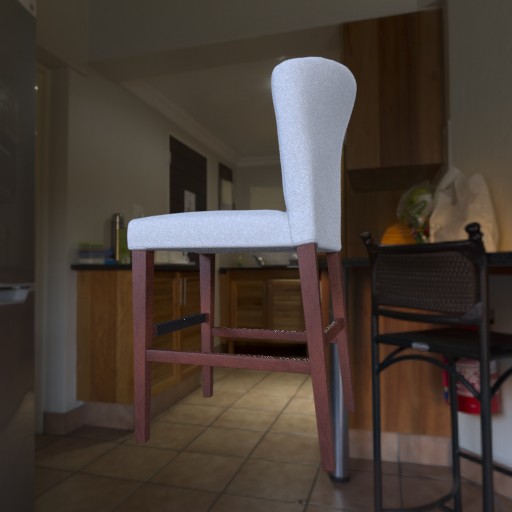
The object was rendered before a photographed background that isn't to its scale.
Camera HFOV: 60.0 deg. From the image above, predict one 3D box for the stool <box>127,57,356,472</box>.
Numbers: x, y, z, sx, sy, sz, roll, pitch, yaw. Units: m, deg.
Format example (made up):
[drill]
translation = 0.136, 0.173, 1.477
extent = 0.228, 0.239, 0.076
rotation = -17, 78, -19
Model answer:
[stool]
translation = 0.000, 0.000, 1.278
extent = 0.568, 0.968, 0.479
rotation = 0, -1, 18
